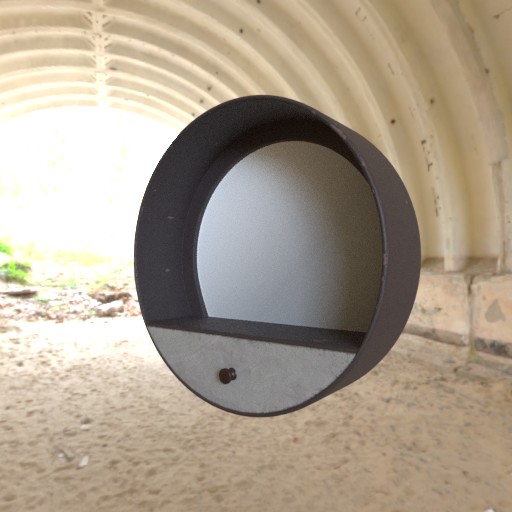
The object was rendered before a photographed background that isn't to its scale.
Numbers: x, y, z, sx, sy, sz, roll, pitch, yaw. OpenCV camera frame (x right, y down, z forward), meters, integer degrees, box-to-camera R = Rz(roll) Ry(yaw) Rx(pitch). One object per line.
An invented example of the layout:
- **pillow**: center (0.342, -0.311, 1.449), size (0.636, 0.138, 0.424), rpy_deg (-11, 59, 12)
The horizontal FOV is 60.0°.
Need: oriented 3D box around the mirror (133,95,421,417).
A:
- **mirror**: center (0.000, 0.000, 0.577), size (0.386, 0.386, 0.126), rpy_deg (-1, -1, 37)
